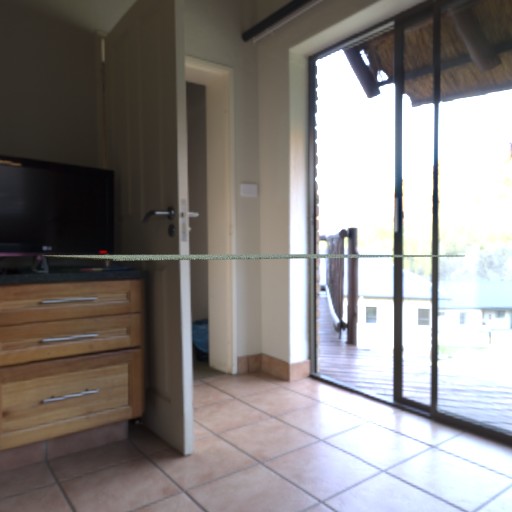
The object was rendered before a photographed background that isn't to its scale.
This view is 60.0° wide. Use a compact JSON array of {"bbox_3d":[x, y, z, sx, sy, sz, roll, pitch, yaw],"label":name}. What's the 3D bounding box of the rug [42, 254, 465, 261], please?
[{"bbox_3d":[0.000,0.000,2.180,1.747,0.006,1.143,0,1,-35],"label":"rug"}]
